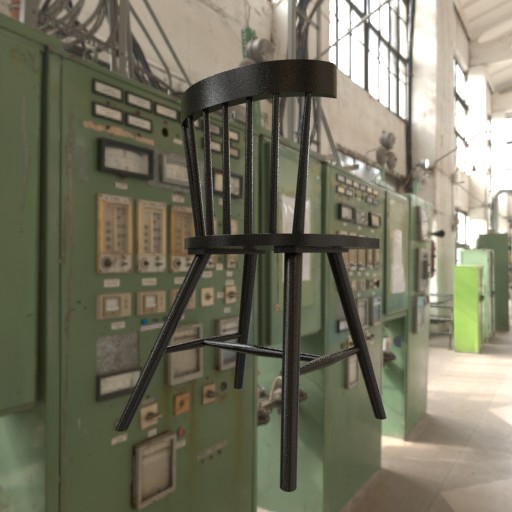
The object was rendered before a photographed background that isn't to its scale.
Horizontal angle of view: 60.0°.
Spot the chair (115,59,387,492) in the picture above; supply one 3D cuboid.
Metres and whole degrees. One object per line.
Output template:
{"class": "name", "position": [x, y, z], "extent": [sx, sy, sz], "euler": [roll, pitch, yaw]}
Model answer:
{"class": "chair", "position": [0.000, 0.000, 1.125], "extent": [0.506, 0.844, 0.483], "euler": [-1, -1, 36]}
